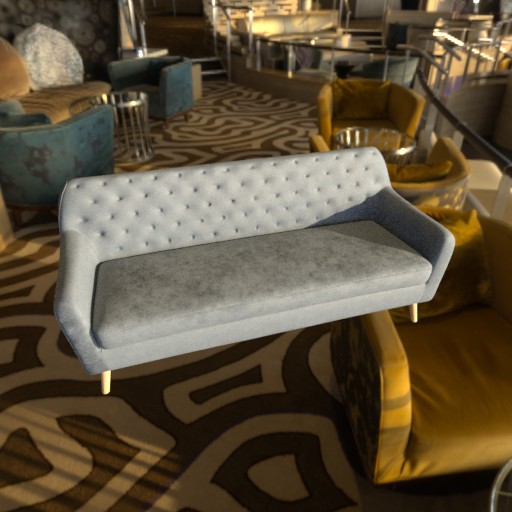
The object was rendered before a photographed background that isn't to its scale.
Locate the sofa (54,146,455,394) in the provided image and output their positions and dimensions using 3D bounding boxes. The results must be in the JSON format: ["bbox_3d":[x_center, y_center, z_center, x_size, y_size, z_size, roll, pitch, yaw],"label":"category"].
[{"bbox_3d":[0.000,0.000,2.422,1.975,0.832,0.841,-10,33,-15],"label":"sofa"}]
